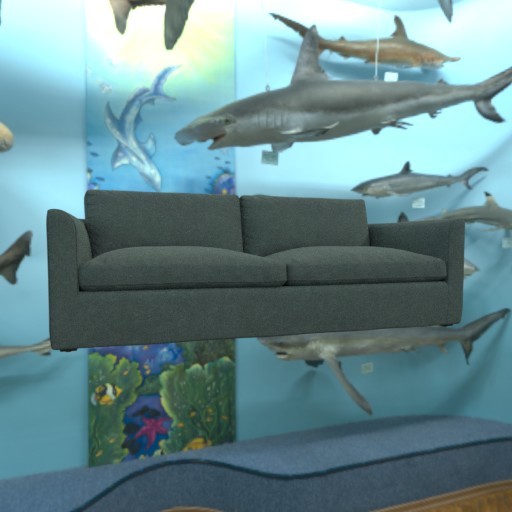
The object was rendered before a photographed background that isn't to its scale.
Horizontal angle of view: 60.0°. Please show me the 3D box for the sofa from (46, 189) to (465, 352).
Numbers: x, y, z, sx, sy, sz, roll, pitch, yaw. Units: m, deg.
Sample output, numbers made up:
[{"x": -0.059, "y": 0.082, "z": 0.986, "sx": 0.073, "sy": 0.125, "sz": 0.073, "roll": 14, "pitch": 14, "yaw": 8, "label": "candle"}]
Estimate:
[{"x": 0.000, "y": 0.000, "z": 2.756, "sx": 2.257, "sy": 0.838, "sz": 1.092, "roll": 0, "pitch": 1, "yaw": -18, "label": "sofa"}]
